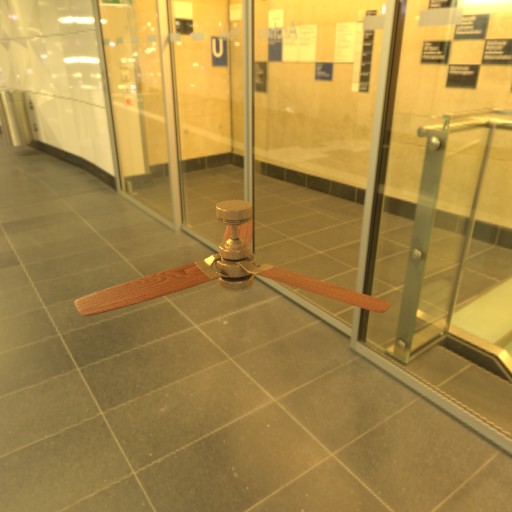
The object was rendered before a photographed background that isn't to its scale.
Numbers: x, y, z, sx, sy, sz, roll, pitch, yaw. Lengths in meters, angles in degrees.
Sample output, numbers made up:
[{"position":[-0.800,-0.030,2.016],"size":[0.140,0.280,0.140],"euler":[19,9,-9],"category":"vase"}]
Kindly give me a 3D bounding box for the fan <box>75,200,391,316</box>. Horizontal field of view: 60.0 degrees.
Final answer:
[{"position":[0.000,0.000,2.088],"size":[1.271,0.425,1.416],"euler":[16,29,32],"category":"fan"}]
